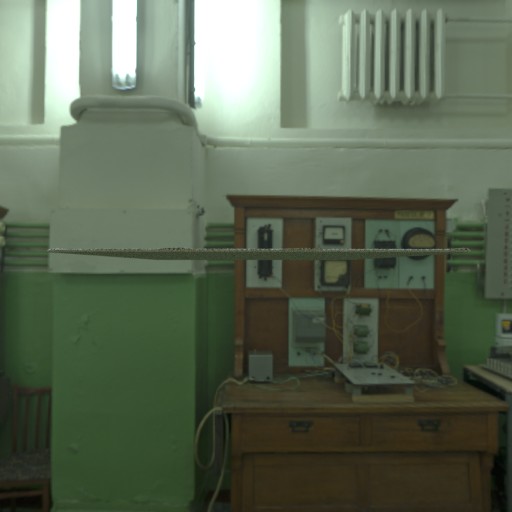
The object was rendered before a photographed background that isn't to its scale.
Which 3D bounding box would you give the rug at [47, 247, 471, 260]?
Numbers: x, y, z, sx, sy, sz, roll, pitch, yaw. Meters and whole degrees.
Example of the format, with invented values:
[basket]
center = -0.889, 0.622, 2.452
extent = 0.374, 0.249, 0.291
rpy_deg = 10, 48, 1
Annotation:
[rug]
center = 0.000, 0.000, 4.049
extent = 2.429, 0.030, 3.052
rpy_deg = 0, -1, -1
